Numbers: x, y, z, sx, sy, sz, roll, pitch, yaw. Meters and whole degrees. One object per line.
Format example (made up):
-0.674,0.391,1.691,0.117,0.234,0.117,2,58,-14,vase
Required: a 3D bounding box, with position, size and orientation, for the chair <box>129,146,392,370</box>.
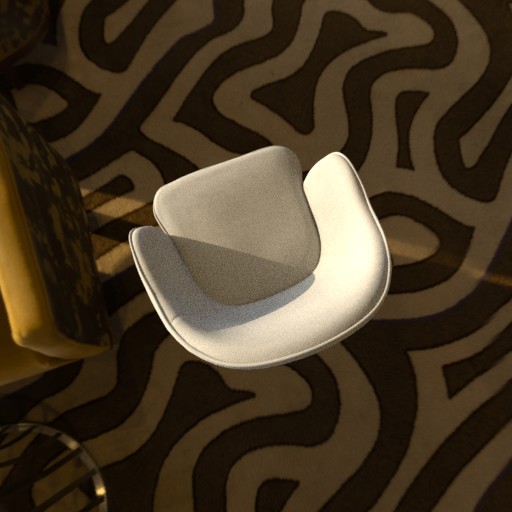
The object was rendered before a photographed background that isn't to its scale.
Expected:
0.000,0.000,1.256,0.570,0.817,0.592,-22,78,-5,chair
